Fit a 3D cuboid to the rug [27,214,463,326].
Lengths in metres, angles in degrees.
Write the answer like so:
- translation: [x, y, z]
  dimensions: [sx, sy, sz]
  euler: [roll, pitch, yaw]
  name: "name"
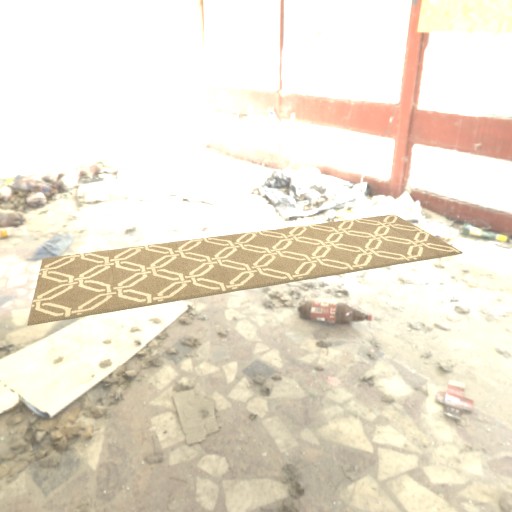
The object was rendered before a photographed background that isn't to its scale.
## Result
- translation: [0.000, 0.000, 2.497]
  dimensions: [2.276, 0.014, 0.678]
  euler: [-8, 27, -17]
  name: "rug"
